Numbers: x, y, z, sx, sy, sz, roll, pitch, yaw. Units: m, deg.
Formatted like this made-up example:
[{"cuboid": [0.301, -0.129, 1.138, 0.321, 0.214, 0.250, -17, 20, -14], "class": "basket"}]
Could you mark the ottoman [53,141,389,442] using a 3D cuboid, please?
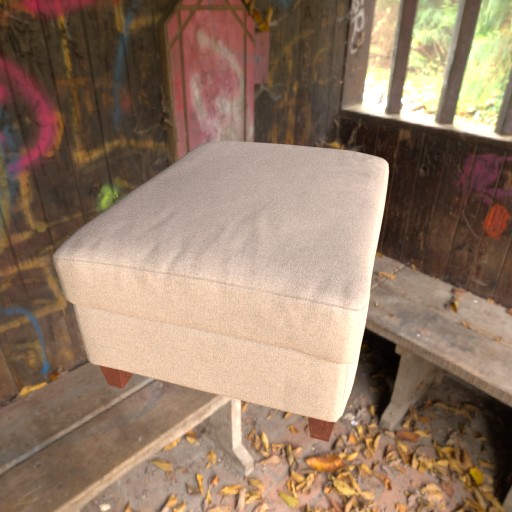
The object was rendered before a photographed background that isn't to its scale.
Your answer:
[{"cuboid": [0.000, 0.000, 1.334, 0.692, 0.511, 0.902, 9, 32, 15], "class": "ottoman"}]
